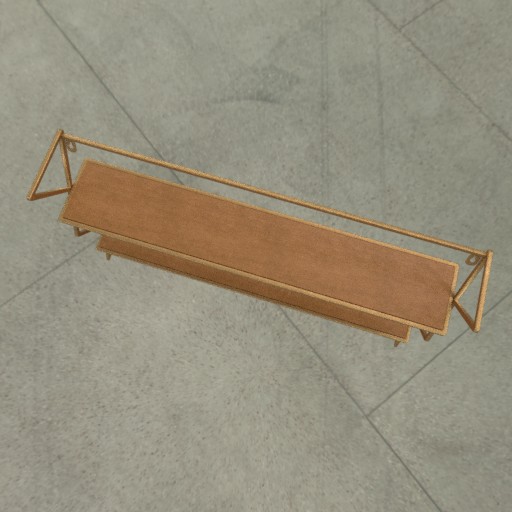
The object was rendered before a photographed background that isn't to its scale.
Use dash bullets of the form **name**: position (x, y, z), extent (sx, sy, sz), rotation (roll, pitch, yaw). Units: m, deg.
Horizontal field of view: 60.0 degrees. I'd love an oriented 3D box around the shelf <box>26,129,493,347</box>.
- **shelf**: position (0.000, 0.000, 1.002), extent (0.822, 0.450, 0.150), rotation (16, 76, 4)
